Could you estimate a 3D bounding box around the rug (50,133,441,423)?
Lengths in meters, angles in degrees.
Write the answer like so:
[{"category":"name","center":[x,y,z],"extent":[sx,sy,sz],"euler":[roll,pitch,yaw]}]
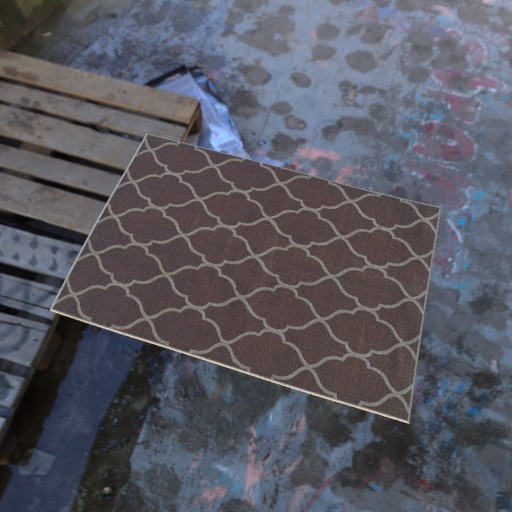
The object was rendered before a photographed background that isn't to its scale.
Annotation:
[{"category":"rug","center":[0.000,0.000,2.987],"extent":[2.294,0.014,1.528],"euler":[16,65,8]}]
